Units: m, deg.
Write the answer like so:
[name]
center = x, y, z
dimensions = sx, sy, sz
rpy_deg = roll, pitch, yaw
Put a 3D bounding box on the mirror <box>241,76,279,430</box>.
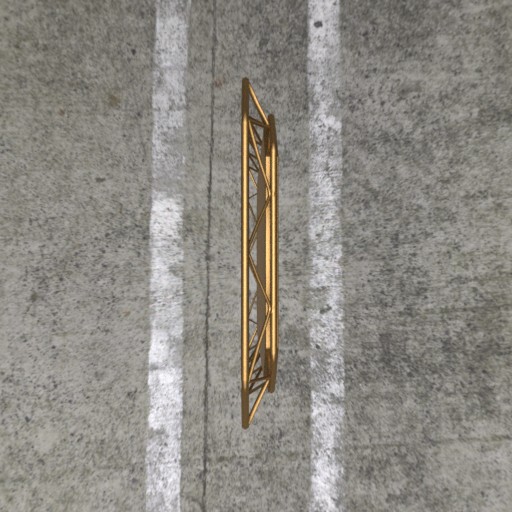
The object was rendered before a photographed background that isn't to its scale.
[mirror]
center = 0.000, 0.000, 0.730
dimensions = 0.042, 0.566, 0.417
rpy_deg = 0, 89, -1
